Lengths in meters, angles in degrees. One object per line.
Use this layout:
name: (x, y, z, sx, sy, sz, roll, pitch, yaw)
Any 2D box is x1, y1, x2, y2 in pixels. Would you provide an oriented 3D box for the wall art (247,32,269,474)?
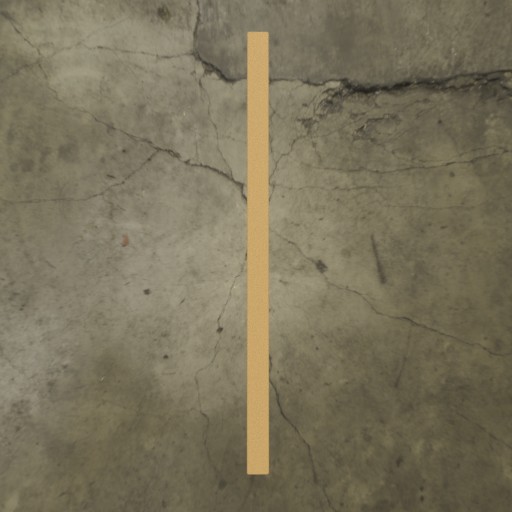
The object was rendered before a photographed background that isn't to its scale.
wall art: (0.000, 0.000, 1.141, 0.037, 0.761, 0.761, 0, 89, -1)
